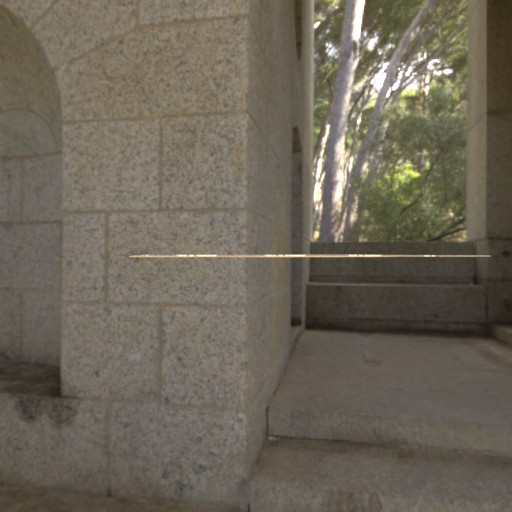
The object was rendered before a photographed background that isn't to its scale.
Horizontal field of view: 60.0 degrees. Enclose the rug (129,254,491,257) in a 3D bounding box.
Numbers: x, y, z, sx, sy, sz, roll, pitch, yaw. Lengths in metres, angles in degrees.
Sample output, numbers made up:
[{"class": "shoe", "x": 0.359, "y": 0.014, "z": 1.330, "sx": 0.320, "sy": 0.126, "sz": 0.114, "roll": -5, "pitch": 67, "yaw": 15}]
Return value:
[{"class": "rug", "x": 0.000, "y": 0.000, "z": 2.164, "sx": 1.142, "sy": 0.010, "sz": 1.748, "roll": 0, "pitch": 0, "yaw": -18}]
